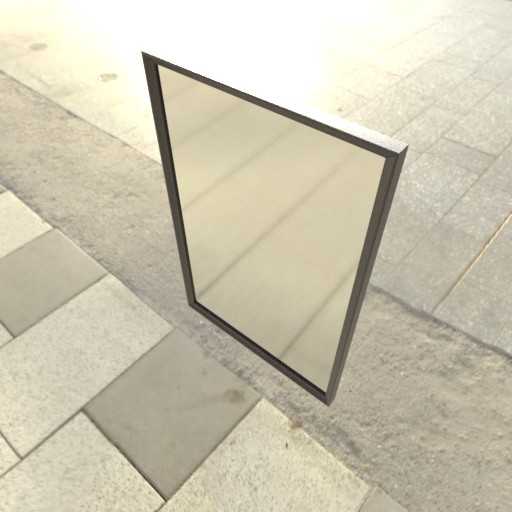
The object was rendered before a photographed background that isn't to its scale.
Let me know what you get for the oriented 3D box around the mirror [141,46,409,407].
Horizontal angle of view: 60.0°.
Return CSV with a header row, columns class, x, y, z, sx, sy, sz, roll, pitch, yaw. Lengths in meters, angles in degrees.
class,x,y,z,sx,sy,sz,roll,pitch,yaw
mirror,0.000,0.000,1.168,0.609,0.915,0.041,31,54,26
